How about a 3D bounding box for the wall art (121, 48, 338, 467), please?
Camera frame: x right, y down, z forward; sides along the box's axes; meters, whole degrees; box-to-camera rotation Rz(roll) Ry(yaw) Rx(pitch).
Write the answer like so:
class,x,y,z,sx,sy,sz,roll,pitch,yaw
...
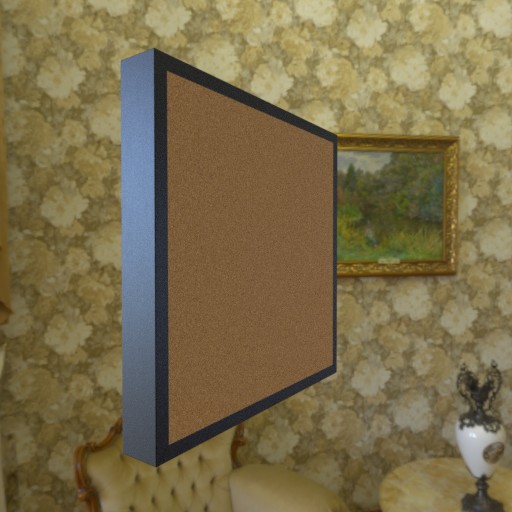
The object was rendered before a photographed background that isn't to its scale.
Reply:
class,x,y,z,sx,sy,sz,roll,pitch,yaw
wall art,0.000,0.000,0.455,0.038,0.304,0.304,1,1,36
